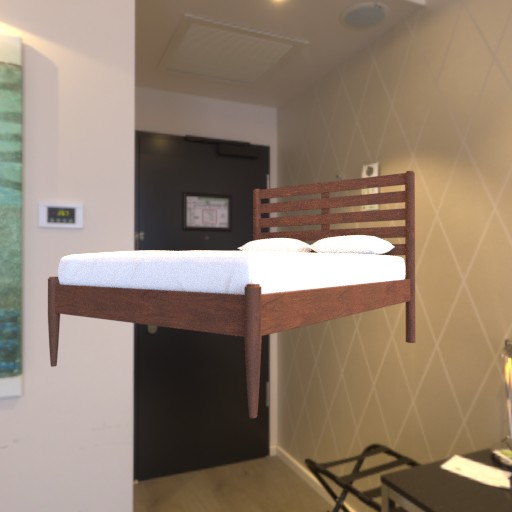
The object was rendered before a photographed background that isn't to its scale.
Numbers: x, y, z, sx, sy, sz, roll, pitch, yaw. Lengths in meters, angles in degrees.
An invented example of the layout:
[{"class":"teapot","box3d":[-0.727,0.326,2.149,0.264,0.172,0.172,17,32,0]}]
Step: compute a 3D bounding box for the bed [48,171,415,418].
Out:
[{"class":"bed","box3d":[0.000,0.000,2.986,1.509,1.304,2.093,-1,-1,36]}]
